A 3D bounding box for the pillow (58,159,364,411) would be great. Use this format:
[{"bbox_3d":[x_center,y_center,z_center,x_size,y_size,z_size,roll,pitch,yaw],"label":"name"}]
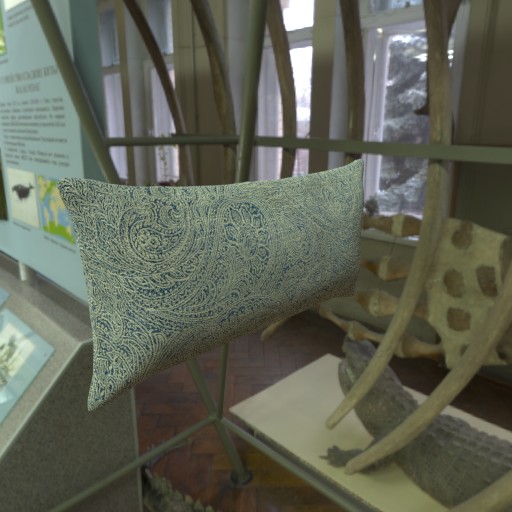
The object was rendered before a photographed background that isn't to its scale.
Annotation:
[{"bbox_3d":[0.000,0.000,0.733,0.151,0.295,0.615,15,21,43],"label":"pillow"}]
